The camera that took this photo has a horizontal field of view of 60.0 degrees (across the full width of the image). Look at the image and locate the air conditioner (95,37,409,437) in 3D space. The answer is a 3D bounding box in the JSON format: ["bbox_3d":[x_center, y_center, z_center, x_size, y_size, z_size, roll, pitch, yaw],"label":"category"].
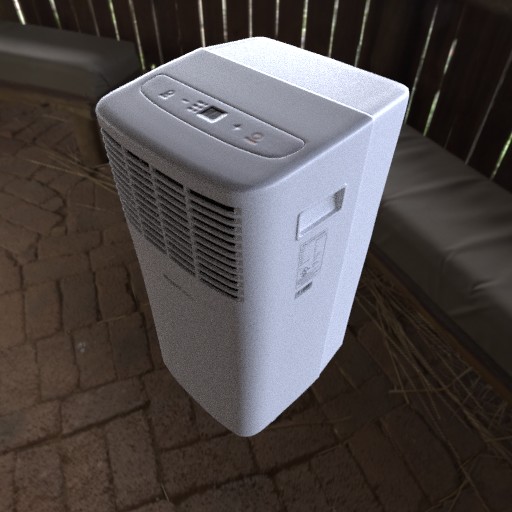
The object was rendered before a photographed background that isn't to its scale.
[{"bbox_3d":[0.000,0.000,0.772,0.304,0.606,0.349,34,55,29],"label":"air conditioner"}]
